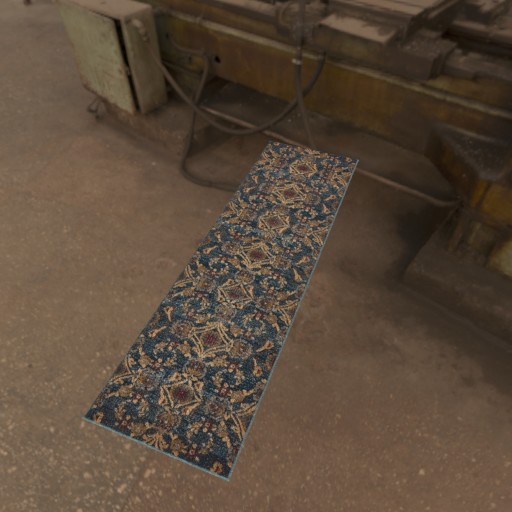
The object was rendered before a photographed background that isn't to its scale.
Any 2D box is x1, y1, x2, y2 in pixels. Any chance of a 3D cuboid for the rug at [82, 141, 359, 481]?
[{"bbox_3d":[0.000,0.000,2.520,0.685,0.014,2.292,16,49,15],"label":"rug"}]
